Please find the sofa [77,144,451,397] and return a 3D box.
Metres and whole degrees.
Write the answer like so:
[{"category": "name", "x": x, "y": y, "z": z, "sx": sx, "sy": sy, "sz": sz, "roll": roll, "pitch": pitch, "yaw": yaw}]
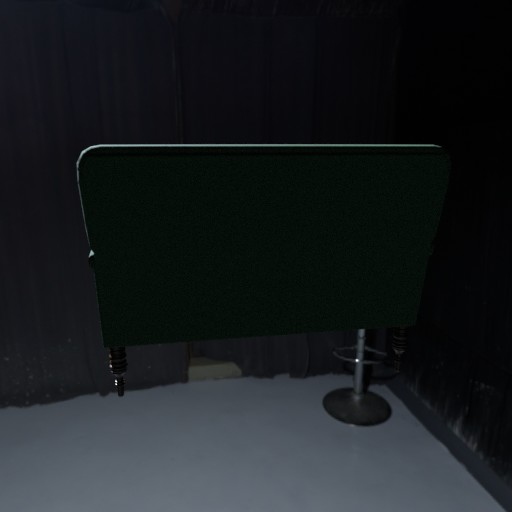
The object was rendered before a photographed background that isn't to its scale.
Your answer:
[{"category": "sofa", "x": 0.000, "y": 0.000, "z": 1.823, "sx": 1.297, "sy": 0.889, "sz": 0.779, "roll": -2, "pitch": 14, "yaw": -10}]
